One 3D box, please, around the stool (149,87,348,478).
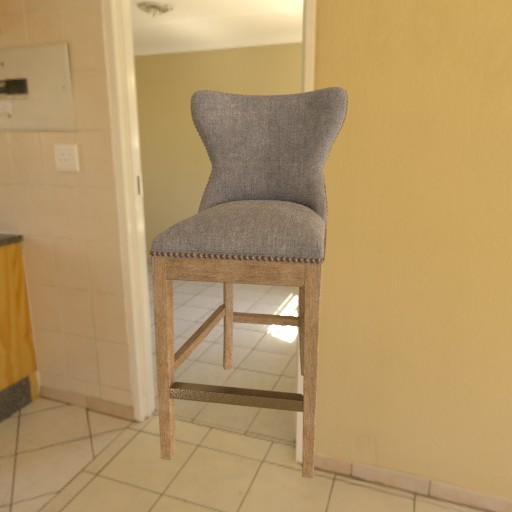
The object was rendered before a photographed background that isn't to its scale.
[{"bbox_3d":[0.000,0.000,1.310,0.498,0.981,0.608,2,14,10],"label":"stool"}]
